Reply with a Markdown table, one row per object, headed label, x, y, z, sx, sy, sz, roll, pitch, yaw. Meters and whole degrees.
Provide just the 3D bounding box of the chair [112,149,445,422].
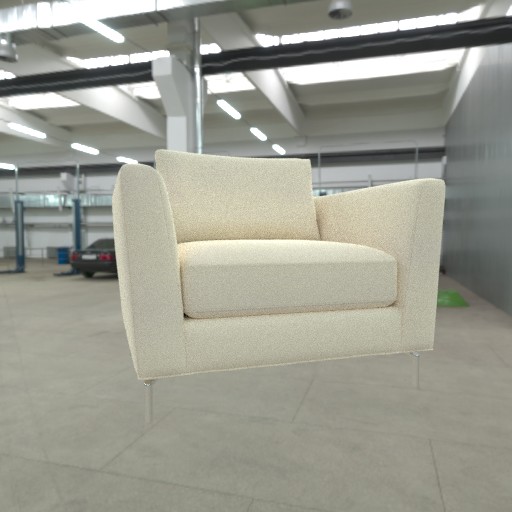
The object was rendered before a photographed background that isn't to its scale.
| label | x | y | z | sx | sy | sz | roll | pitch | yaw |
| --- | --- | --- | --- | --- | --- | --- | --- | --- | --- |
| chair | 0.000 | 0.000 | 1.709 | 1.041 | 0.865 | 0.889 | -1 | 3 | -19 |
